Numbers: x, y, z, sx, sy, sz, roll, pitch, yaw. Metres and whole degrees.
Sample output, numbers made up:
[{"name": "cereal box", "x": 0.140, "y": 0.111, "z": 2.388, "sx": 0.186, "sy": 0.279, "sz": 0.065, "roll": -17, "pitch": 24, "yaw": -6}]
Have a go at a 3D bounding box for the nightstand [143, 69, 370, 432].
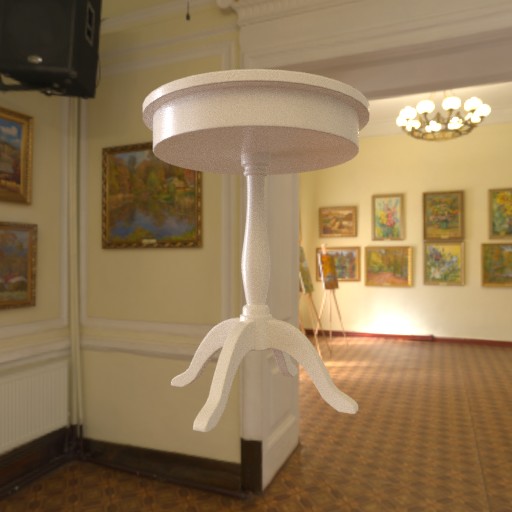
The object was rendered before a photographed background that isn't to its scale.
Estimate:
[{"name": "nightstand", "x": 0.000, "y": 0.000, "z": 1.030, "sx": 0.513, "sy": 0.653, "sz": 0.513, "roll": 0, "pitch": 0, "yaw": 36}]
